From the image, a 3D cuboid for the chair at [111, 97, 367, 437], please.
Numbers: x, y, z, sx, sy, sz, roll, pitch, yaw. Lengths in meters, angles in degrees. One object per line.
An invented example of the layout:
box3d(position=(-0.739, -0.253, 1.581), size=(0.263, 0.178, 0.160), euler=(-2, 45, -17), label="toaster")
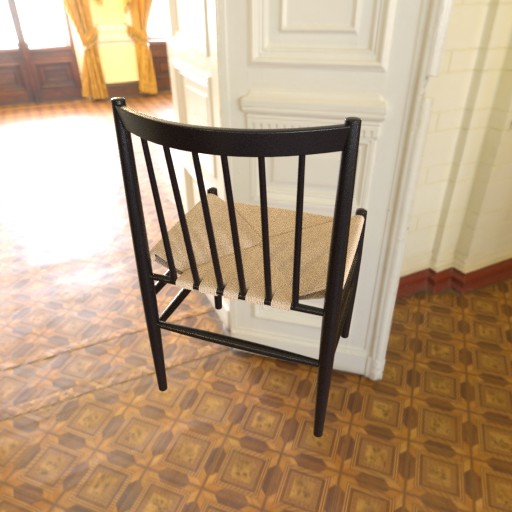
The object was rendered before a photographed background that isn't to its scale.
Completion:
box3d(position=(0.000, 0.000, 1.145), size=(0.495, 0.818, 0.516), euler=(10, 33, 17), label="chair")
